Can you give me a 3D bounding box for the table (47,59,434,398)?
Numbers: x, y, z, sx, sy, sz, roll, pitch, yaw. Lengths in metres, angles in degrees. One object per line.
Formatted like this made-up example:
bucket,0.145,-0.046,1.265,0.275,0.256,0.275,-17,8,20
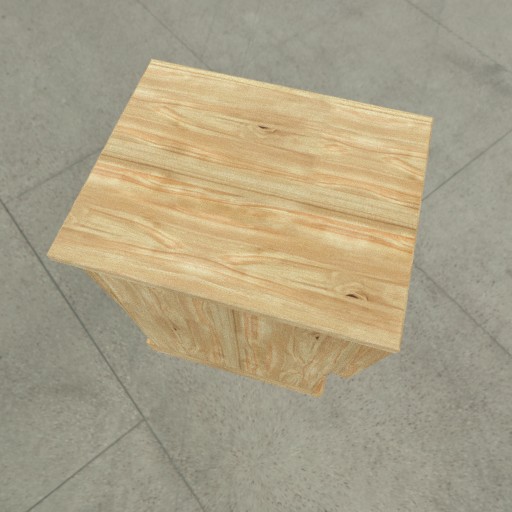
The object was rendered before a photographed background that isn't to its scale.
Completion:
table,0.000,0.000,0.870,0.530,0.515,0.380,14,66,7
